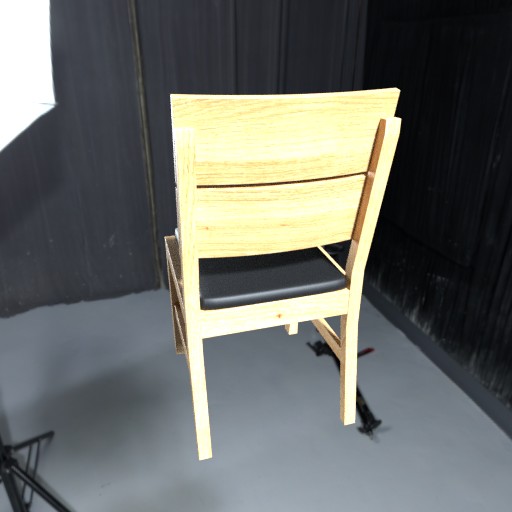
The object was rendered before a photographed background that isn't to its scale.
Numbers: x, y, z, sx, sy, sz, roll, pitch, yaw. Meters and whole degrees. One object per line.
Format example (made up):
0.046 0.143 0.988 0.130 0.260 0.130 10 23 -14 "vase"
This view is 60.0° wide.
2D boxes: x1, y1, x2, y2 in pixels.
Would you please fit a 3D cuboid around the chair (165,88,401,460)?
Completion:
0.000 0.000 1.297 0.475 0.950 0.569 -7 26 -15 "chair"
